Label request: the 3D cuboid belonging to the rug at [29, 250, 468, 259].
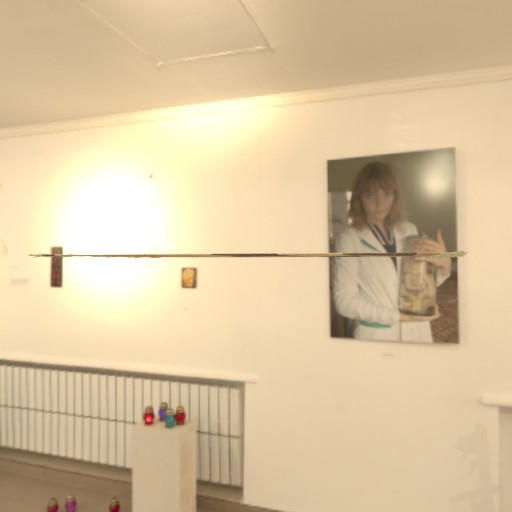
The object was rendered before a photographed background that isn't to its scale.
[{"bbox_3d":[0.000,0.000,2.480,2.021,0.027,1.224,0,-1,18],"label":"rug"}]
